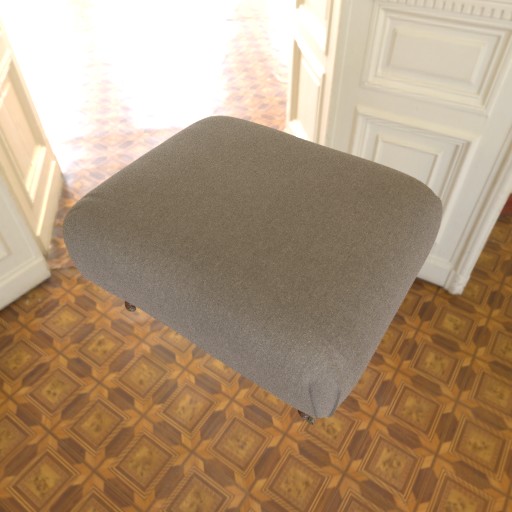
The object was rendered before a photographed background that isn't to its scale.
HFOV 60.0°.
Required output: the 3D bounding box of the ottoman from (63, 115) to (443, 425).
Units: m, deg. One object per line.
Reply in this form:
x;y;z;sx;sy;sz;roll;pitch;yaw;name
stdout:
0.000;0.000;1.136;0.747;0.450;0.622;26;51;23;ottoman
